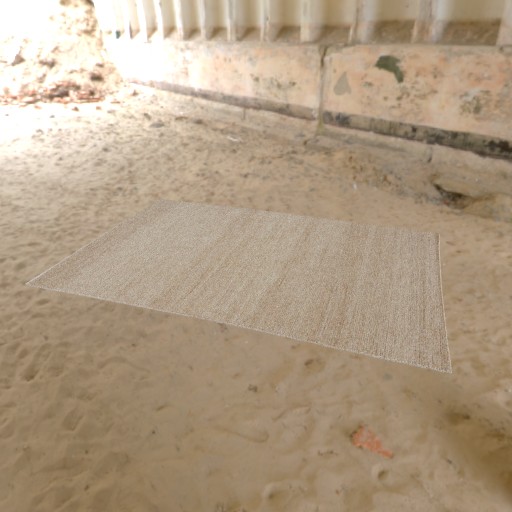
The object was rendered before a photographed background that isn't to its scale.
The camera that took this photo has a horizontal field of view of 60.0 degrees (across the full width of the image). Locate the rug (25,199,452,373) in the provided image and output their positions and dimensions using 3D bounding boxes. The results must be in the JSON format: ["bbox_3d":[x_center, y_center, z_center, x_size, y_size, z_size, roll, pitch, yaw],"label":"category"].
[{"bbox_3d":[0.000,0.000,2.935,2.346,0.029,1.574,9,28,17],"label":"rug"}]
